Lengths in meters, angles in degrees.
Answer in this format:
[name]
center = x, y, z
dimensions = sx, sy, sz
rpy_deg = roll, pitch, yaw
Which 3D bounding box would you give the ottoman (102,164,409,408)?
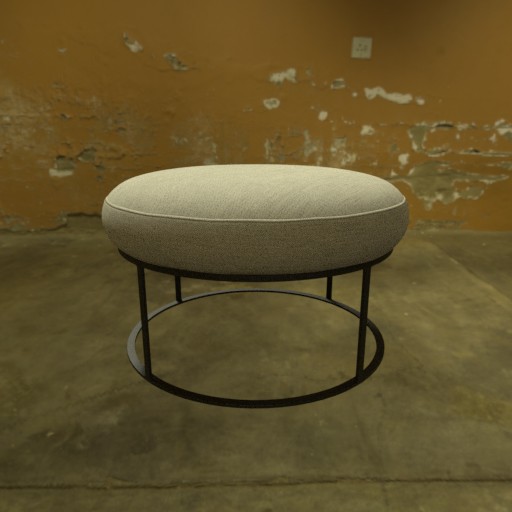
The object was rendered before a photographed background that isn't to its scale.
[ottoman]
center = 0.000, 0.000, 1.201
dimensions = 0.769, 0.459, 0.769
rpy_deg = 0, 16, 0
